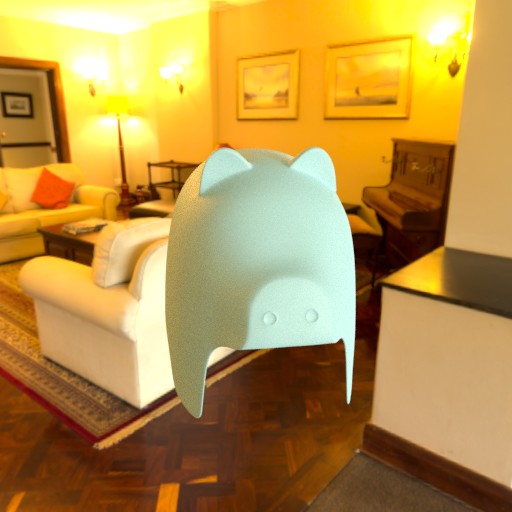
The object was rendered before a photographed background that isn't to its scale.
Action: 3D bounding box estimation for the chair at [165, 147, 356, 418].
[{"bbox_3d":[0.000,0.000,0.859,0.364,0.423,0.619,-2,17,-8],"label":"chair"}]
